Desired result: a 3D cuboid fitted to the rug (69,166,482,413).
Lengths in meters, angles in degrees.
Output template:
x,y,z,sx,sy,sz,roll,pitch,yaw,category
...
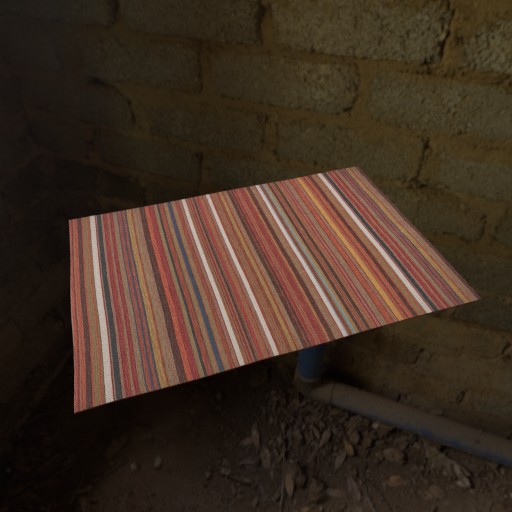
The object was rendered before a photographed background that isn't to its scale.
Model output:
x,y,z,sx,sy,sz,roll,pitch,yaw,category
0.000,0.000,2.288,1.828,0.007,1.217,-13,45,-13,rug
